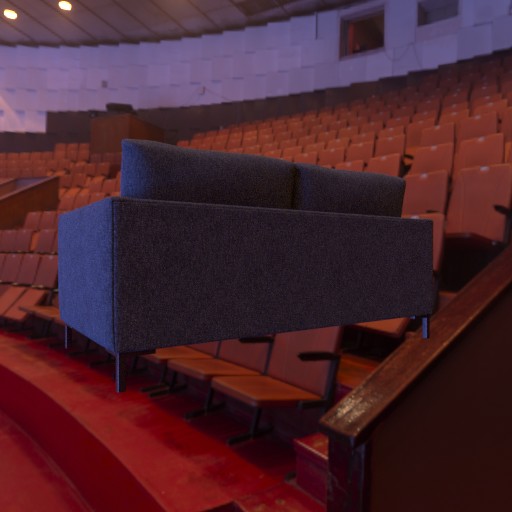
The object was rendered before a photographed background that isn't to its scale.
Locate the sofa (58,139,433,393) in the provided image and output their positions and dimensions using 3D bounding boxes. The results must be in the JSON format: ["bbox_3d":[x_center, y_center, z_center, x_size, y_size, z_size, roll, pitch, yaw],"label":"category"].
[{"bbox_3d":[0.000,0.000,2.211,1.716,0.862,0.866,0,0,-34],"label":"sofa"}]
